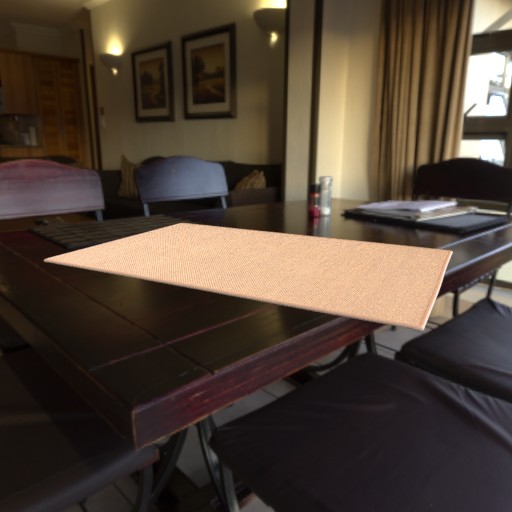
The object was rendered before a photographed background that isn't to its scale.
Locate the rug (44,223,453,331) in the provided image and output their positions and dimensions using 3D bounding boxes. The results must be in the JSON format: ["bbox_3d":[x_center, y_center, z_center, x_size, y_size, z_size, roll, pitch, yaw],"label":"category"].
[{"bbox_3d":[0.000,0.000,2.138,1.676,0.013,1.067,8,16,27],"label":"rug"}]
